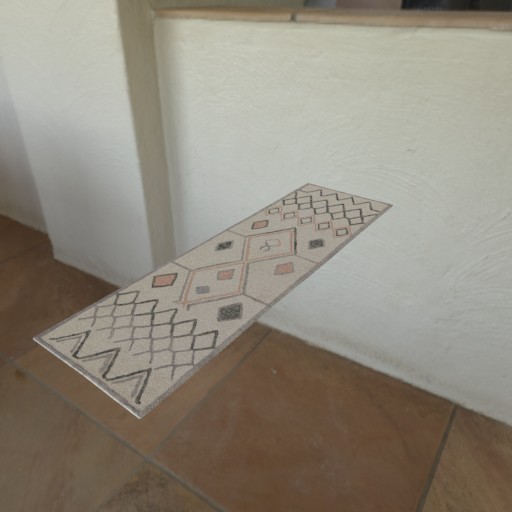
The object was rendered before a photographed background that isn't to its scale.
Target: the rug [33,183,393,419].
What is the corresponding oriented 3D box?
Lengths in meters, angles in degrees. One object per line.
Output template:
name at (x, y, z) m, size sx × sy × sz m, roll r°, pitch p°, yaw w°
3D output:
rug at (0.000, 0.000, 2.687) m, size 0.750 × 0.011 × 2.435 m, roll 21°, pitch 36°, yaw 31°
